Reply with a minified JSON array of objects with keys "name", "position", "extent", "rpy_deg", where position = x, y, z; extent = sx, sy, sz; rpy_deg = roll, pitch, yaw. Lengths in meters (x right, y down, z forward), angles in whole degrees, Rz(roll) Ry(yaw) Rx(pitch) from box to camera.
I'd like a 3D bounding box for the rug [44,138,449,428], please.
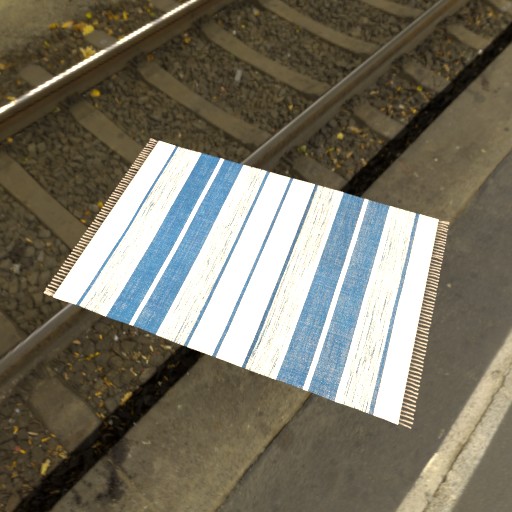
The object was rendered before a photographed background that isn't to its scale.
[{"name":"rug","position":[0.000,0.000,3.085],"extent":[2.441,0.010,1.532],"rpy_deg":[18,60,11]}]
